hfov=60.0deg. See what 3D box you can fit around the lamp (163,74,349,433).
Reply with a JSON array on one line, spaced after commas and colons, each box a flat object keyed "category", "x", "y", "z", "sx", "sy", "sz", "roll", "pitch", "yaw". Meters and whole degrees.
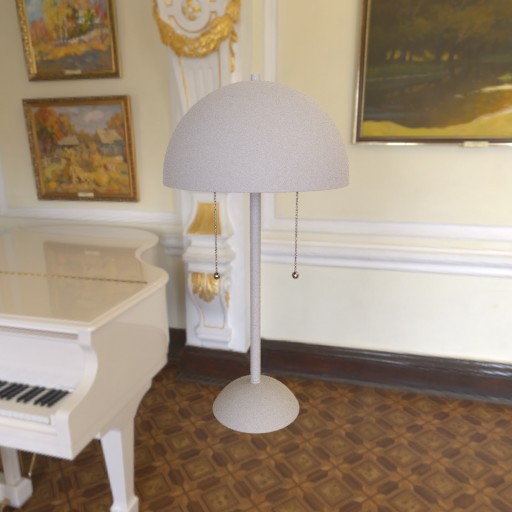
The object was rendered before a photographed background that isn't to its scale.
[{"category": "lamp", "x": 0.000, "y": 0.000, "z": 0.432, "sx": 0.171, "sy": 0.330, "sz": 0.171, "roll": 0, "pitch": 14, "yaw": 0}]
